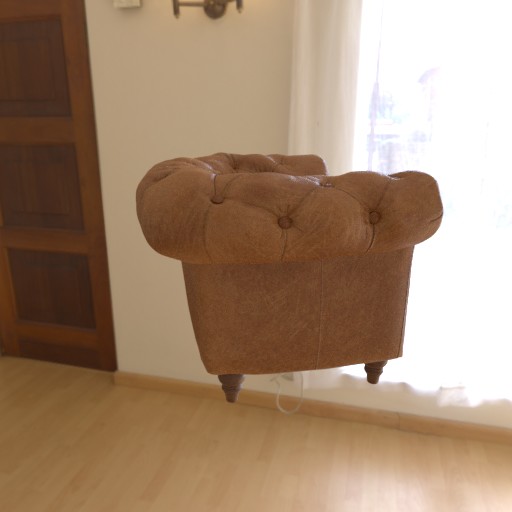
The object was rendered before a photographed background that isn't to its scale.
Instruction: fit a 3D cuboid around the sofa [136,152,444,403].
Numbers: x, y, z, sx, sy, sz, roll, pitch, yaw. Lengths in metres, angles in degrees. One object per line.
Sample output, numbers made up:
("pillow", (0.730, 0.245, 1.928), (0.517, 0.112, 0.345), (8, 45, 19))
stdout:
("sofa", (0.000, 0.000, 2.042), (1.033, 0.878, 1.405), (-3, 16, -10))
